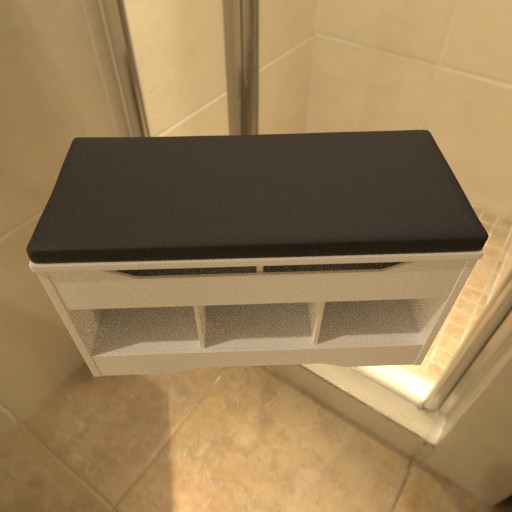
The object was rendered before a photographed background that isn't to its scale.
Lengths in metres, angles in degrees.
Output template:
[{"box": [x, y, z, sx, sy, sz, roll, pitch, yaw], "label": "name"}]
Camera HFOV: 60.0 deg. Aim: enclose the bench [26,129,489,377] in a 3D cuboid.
[{"box": [0.000, 0.000, 1.156, 0.899, 0.500, 0.401, -2, 47, -2], "label": "bench"}]
